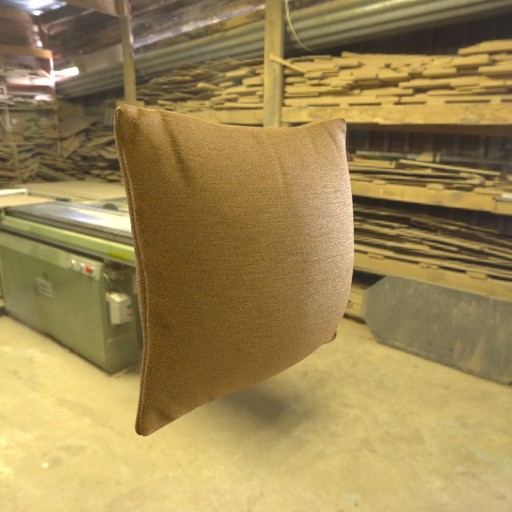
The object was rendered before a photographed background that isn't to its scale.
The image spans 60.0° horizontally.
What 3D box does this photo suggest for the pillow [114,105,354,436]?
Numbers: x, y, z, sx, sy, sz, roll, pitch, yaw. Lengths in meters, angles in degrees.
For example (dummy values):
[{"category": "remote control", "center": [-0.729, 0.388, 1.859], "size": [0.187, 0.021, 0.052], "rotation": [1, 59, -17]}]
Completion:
[{"category": "pillow", "center": [0.000, 0.000, 0.676], "size": [0.247, 0.417, 0.435], "rotation": [14, 20, 43]}]
